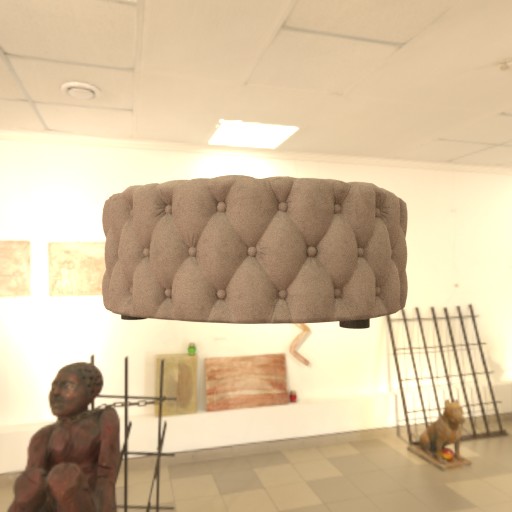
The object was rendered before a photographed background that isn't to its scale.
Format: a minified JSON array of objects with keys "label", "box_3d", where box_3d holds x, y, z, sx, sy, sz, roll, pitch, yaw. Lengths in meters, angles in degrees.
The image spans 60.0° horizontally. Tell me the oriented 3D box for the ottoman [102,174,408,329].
[{"label":"ottoman","box_3d":[0.000,0.000,1.518,0.998,0.399,0.998,0,-1,0]}]
